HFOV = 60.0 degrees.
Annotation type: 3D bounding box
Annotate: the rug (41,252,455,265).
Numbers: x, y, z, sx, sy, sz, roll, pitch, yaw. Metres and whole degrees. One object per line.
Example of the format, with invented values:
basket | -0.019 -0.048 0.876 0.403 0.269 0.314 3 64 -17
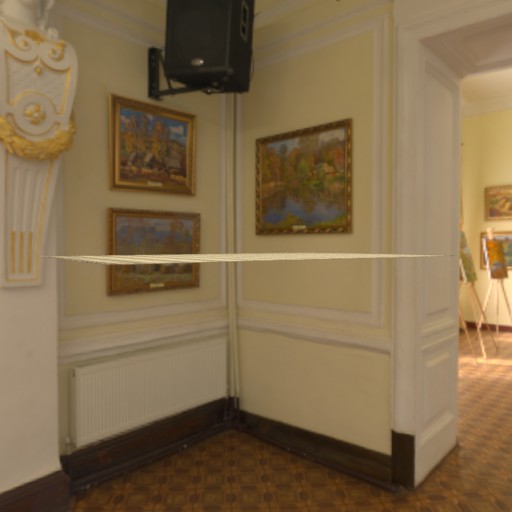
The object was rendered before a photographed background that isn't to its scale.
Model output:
rug | 0.000 0.000 2.552 2.084 0.009 1.222 -1 2 -35
